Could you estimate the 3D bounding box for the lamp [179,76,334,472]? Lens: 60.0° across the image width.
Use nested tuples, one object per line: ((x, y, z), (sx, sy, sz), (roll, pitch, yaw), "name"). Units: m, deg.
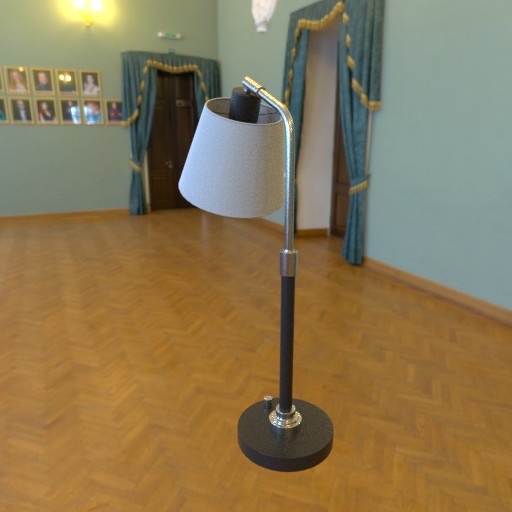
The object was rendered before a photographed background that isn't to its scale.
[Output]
((0.000, 0.000, 0.705), (0.181, 0.539, 0.348), (-8, 17, -26), "lamp")
